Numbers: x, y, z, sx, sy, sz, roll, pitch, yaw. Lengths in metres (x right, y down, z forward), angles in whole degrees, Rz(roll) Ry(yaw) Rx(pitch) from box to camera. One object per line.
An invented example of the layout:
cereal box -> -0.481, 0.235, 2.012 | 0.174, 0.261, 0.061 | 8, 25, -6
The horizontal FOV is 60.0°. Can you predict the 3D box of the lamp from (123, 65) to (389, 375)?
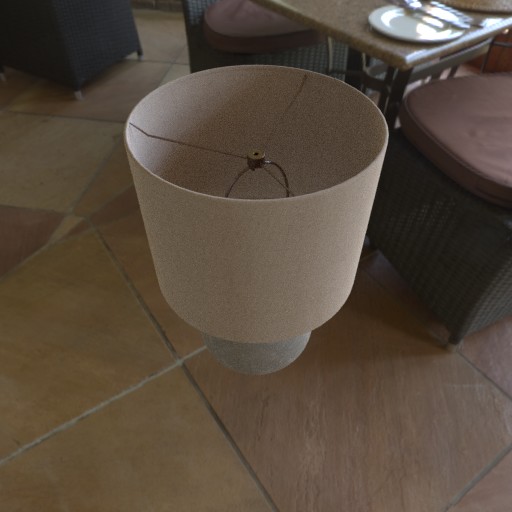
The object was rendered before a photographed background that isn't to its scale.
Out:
lamp -> 0.000, 0.000, 0.606 | 0.269, 0.409, 0.269 | -24, 51, -21
